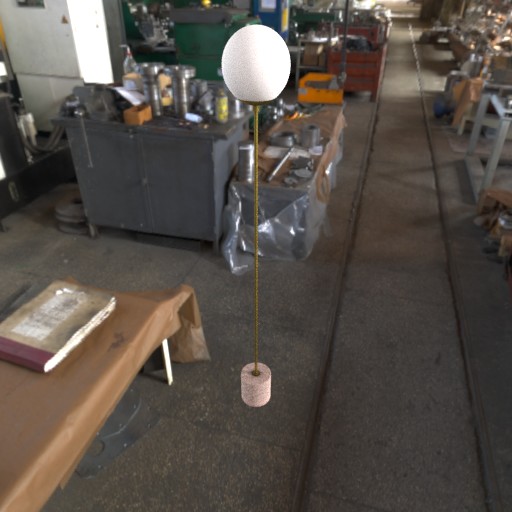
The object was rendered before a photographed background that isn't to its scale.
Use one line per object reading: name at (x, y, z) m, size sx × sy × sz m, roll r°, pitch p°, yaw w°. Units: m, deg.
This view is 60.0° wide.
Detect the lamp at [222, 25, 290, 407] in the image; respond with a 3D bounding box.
lamp at (0.000, 0.000, 1.884) m, size 0.229 × 1.748 × 0.229 m, roll -10°, pitch 34°, yaw -15°
